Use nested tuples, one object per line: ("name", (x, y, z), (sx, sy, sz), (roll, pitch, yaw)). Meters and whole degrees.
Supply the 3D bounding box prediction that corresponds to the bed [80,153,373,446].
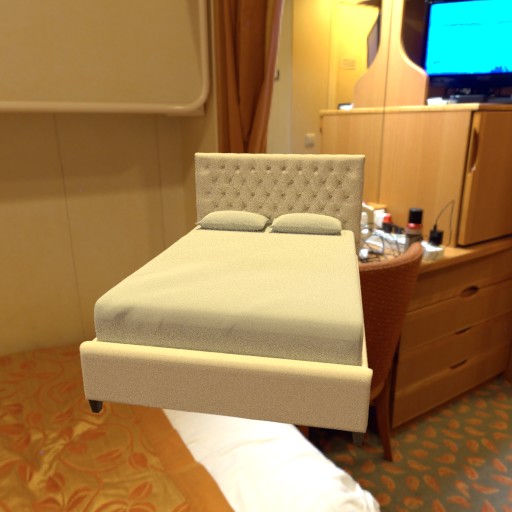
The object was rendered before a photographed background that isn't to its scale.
("bed", (0.000, 0.000, 3.484), (1.698, 1.427, 2.387), (3, 17, 10))
